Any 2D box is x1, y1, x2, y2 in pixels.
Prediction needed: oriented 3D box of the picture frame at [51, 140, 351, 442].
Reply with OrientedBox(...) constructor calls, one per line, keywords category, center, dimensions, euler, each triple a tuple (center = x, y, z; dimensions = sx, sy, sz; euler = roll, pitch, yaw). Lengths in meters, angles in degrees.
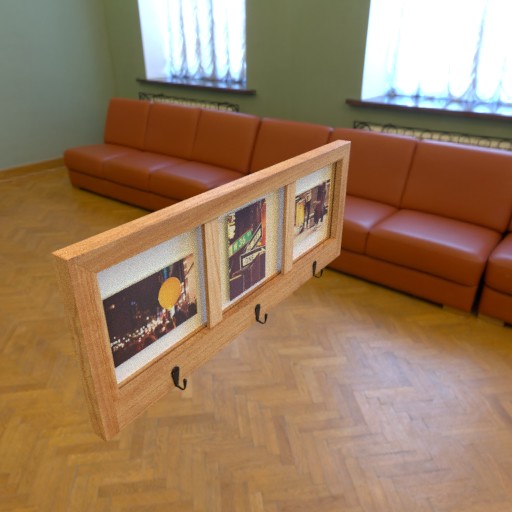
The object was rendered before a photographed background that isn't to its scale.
OrientedBox(category="picture frame", center=(0.000, 0.000, 0.661), dimensions=(0.045, 0.234, 0.582), euler=(18, 32, 32))
